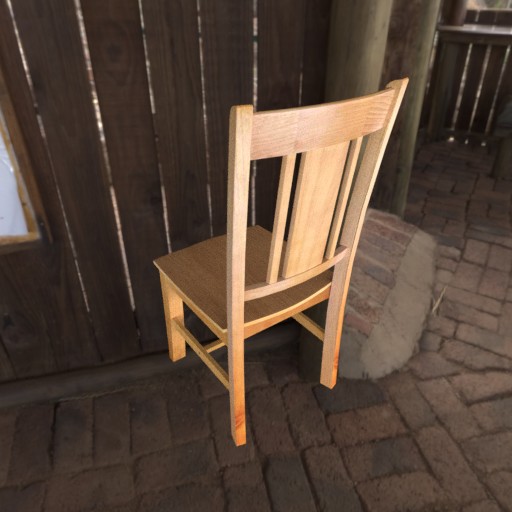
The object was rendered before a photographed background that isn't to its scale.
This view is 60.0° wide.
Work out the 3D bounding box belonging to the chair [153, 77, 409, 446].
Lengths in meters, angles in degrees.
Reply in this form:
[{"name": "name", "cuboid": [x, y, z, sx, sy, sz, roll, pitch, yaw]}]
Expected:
[{"name": "chair", "cuboid": [0.000, 0.000, 1.284, 0.450, 0.998, 0.556, -21, 37, -30]}]
